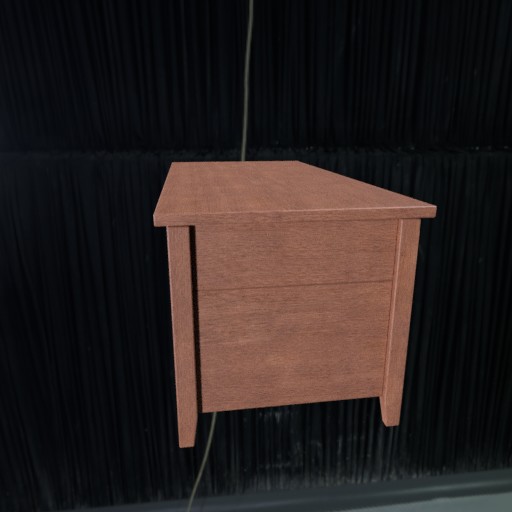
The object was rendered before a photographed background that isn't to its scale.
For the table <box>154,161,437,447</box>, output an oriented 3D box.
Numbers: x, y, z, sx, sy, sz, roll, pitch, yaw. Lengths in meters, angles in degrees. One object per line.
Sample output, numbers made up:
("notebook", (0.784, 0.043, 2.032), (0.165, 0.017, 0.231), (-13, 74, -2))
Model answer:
("table", (0.000, 0.000, 1.282), (0.483, 0.457, 1.016), (-2, 17, -8))
